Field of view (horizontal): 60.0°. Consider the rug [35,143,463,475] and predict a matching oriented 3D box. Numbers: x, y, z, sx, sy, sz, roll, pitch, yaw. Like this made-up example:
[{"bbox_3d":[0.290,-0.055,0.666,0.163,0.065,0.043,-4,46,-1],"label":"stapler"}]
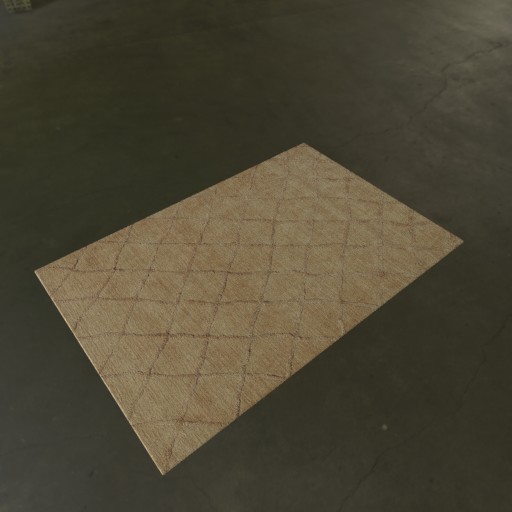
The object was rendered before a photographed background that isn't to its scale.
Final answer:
[{"bbox_3d":[0.000,0.000,2.835,2.292,0.014,1.528,-31,54,-26],"label":"rug"}]
